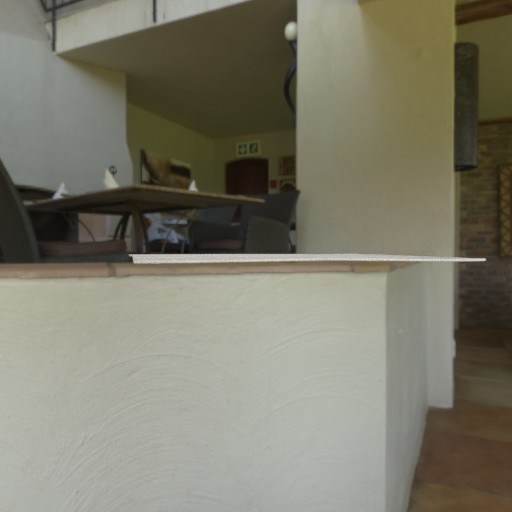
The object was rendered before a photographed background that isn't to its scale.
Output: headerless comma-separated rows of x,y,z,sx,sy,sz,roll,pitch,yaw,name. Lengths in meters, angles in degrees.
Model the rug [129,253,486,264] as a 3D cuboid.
0.000,0.000,3.716,2.032,0.038,2.869,0,1,-16,rug
